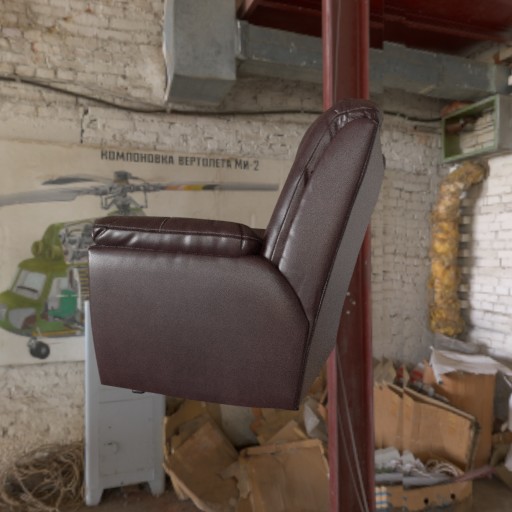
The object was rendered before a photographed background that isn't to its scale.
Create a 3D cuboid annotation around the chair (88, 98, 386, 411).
[{"bbox_3d":[0.000,0.000,1.875,1.041,1.093,0.990,0,1,17],"label":"chair"}]
